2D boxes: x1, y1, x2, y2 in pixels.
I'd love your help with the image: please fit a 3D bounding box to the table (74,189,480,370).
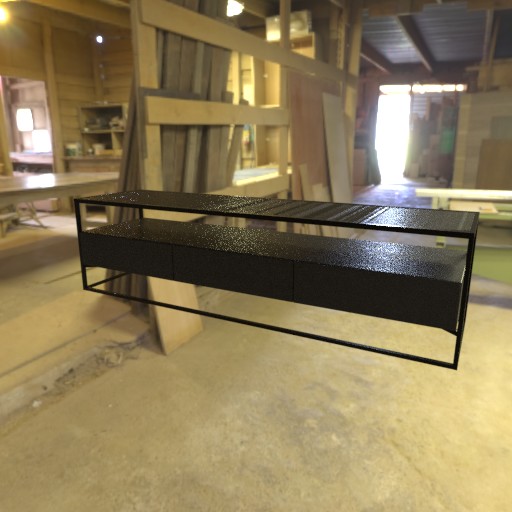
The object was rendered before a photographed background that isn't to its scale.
[{"bbox_3d":[0.000,0.000,1.701,1.486,0.395,0.399,8,17,27],"label":"table"}]
